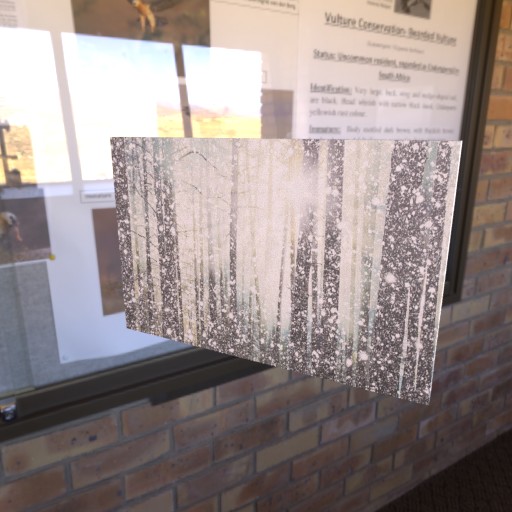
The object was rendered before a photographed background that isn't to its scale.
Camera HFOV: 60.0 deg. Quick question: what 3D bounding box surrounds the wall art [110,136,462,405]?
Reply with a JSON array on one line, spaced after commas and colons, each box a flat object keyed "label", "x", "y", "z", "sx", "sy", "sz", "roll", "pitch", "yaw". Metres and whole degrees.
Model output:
[{"label": "wall art", "x": 0.000, "y": 0.000, "z": 1.166, "sx": 0.919, "sy": 0.598, "sz": 0.038, "roll": 8, "pitch": 18, "yaw": 26}]
